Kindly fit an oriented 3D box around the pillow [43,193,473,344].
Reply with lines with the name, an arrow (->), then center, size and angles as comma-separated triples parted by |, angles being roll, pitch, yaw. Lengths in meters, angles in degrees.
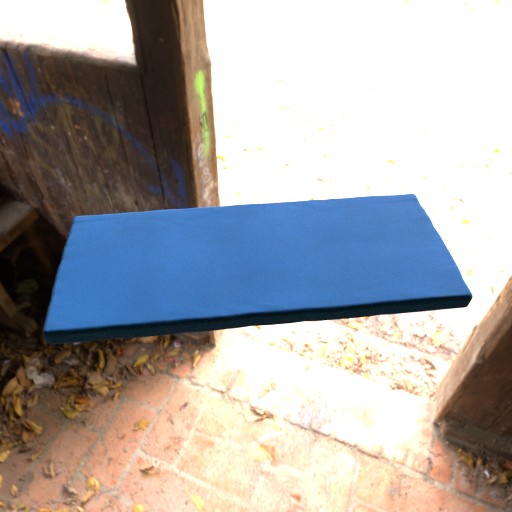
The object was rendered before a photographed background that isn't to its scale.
pillow -> 0.000, 0.000, 1.343 | 1.187, 0.081, 0.492 | -4, 47, -4
